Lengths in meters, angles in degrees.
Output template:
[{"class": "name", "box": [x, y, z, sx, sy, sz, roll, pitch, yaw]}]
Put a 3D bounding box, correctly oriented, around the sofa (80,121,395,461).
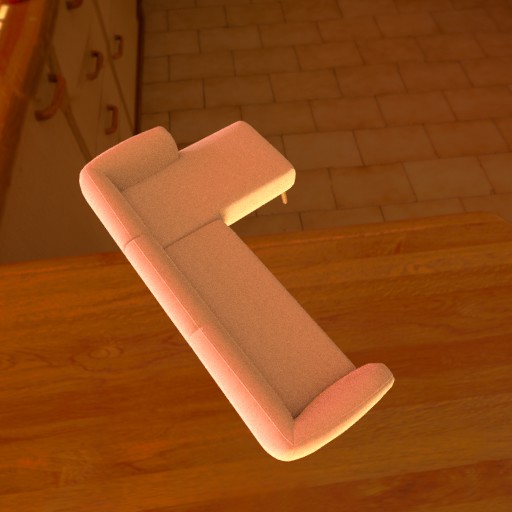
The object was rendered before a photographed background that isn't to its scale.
[{"class": "sofa", "box": [0.000, 0.000, 3.346, 1.610, 0.730, 2.660, -33, 64, -19]}]
